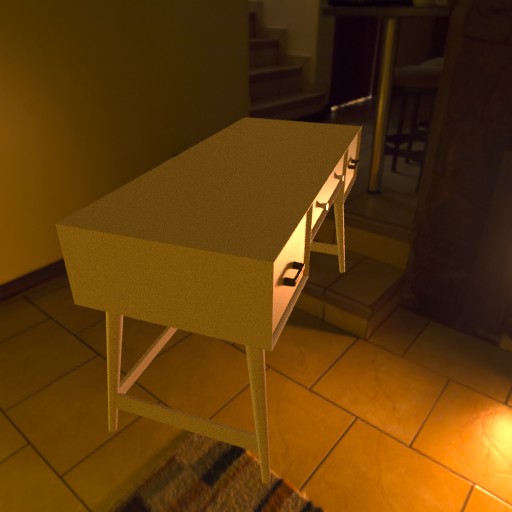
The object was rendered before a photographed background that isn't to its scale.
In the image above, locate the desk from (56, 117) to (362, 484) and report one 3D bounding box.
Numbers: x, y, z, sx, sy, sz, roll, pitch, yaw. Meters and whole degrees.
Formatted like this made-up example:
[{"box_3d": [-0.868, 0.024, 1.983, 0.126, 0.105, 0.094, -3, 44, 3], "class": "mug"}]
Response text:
[{"box_3d": [0.000, 0.000, 1.741, 0.589, 0.762, 1.313, 10, 31, 17], "class": "desk"}]
